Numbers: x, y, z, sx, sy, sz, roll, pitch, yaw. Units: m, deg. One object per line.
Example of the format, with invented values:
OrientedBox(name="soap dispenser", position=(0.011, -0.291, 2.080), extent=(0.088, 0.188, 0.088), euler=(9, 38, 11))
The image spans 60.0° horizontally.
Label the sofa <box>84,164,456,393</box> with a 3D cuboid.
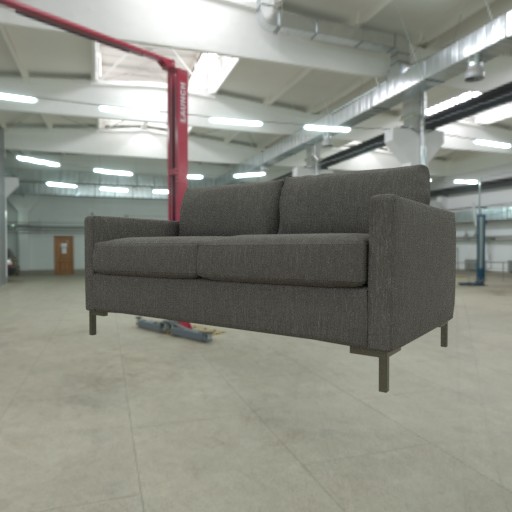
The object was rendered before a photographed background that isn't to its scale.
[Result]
OrientedBox(name="sofa", position=(0.000, 0.000, 2.185), extent=(1.682, 0.840, 0.875), euler=(1, 1, 36))
